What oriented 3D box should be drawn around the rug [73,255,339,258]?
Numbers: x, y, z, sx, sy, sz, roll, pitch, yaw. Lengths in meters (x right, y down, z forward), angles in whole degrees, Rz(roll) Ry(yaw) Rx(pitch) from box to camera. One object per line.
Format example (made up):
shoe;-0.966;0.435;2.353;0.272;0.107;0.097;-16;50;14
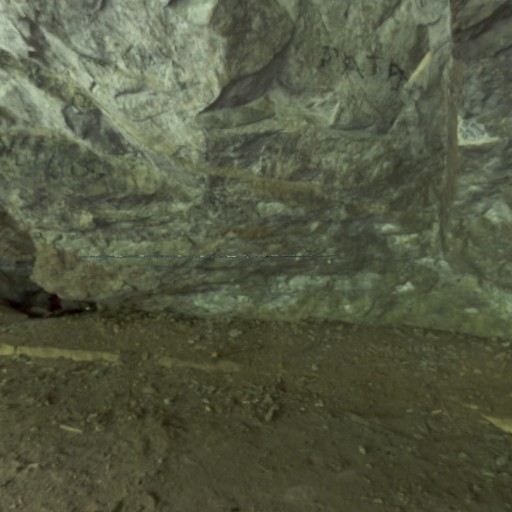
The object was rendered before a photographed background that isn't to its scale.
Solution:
rug;0.000;0.000;2.830;0.807;0.010;2.476;0;0;17
